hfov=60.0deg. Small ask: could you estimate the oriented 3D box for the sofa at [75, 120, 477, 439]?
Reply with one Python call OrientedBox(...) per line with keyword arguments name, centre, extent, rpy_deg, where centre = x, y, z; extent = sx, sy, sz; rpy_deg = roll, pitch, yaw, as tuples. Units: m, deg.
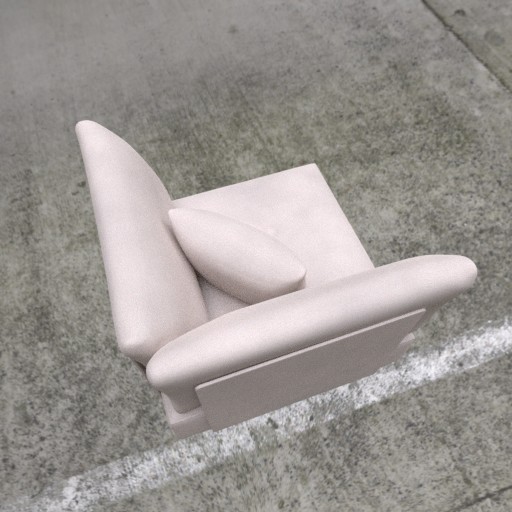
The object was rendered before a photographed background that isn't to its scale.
OrientedBox(name="sofa", centre=(0.000, 0.000, 1.704), extent=(1.000, 0.820, 1.000), rpy_deg=(-17, 60, -10))
